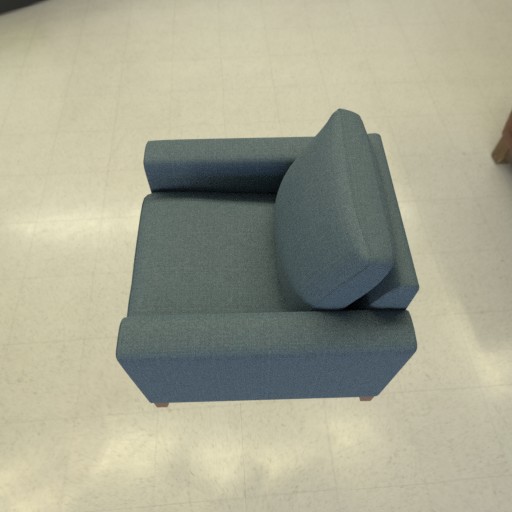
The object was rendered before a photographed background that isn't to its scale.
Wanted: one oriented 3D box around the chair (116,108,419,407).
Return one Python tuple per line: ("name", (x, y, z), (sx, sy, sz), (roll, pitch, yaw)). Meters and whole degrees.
("chair", (0.000, 0.000, 1.881), (1.038, 1.010, 1.024), (-1, 58, -1))
